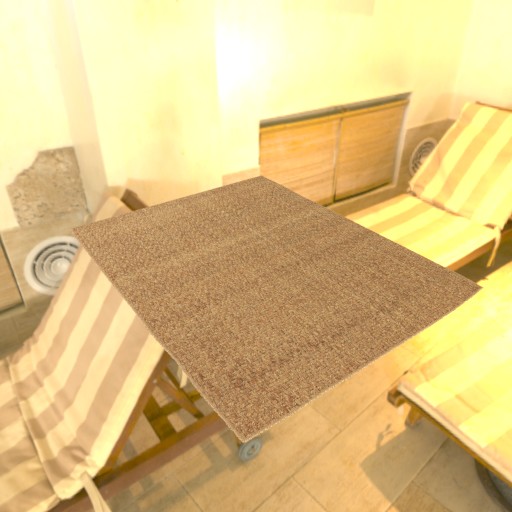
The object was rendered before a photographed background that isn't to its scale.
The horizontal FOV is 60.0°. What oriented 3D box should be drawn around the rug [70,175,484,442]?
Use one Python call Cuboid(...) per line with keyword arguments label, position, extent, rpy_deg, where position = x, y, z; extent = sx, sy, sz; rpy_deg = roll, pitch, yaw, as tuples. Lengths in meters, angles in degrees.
Cuboid(label="rug", position=(0.000, 0.000, 4.024), extent=(2.439, 0.013, 3.048), rpy_deg=(-21, 38, -30))
